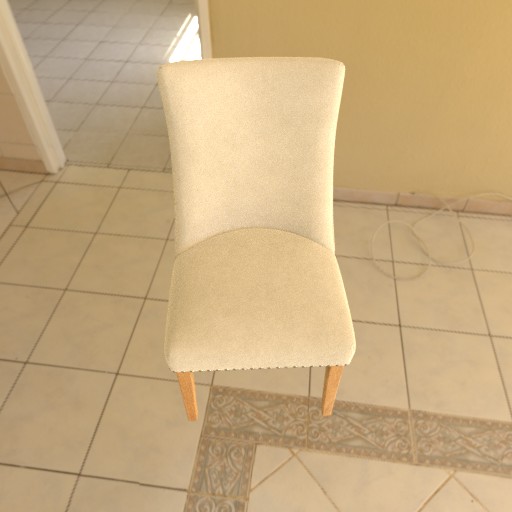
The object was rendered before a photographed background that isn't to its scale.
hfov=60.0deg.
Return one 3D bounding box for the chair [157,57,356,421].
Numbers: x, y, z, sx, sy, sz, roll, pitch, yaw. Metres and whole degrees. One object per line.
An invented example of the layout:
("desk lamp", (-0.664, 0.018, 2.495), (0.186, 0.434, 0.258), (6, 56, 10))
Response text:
("chair", (0.000, 0.000, 1.275), (0.495, 0.902, 0.610), (-2, 47, -2))
